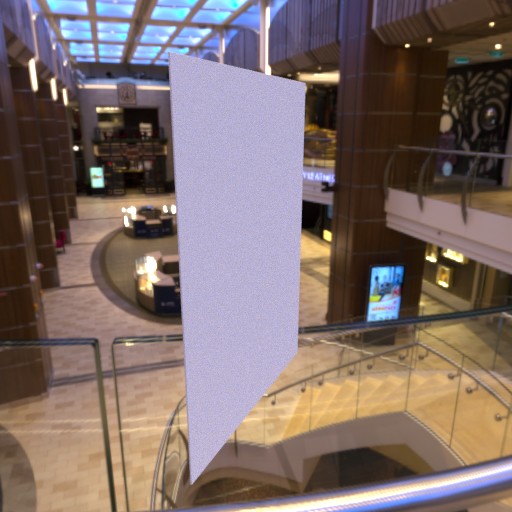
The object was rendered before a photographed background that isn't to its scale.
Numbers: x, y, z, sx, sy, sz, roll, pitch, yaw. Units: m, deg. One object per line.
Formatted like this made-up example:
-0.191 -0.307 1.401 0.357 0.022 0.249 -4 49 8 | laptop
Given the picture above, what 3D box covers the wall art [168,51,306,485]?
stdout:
0.000 0.000 0.790 0.003 0.610 0.457 8 18 25 | wall art
